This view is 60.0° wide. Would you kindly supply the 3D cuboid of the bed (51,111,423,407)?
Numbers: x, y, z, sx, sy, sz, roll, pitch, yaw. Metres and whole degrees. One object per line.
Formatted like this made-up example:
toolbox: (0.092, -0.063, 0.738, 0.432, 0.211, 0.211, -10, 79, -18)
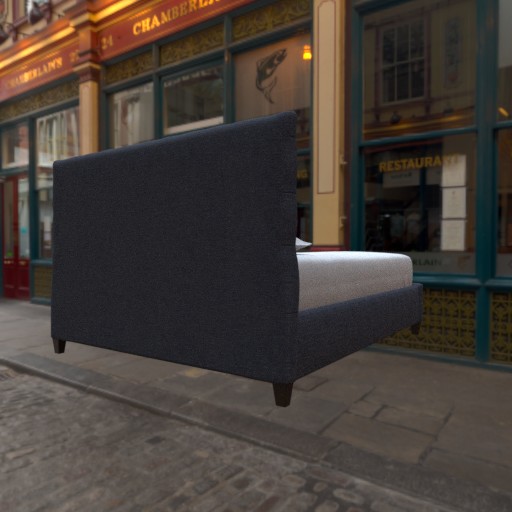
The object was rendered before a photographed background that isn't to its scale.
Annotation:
bed: (0.000, 0.000, 3.646, 2.078, 1.427, 2.387, 0, 1, 35)
